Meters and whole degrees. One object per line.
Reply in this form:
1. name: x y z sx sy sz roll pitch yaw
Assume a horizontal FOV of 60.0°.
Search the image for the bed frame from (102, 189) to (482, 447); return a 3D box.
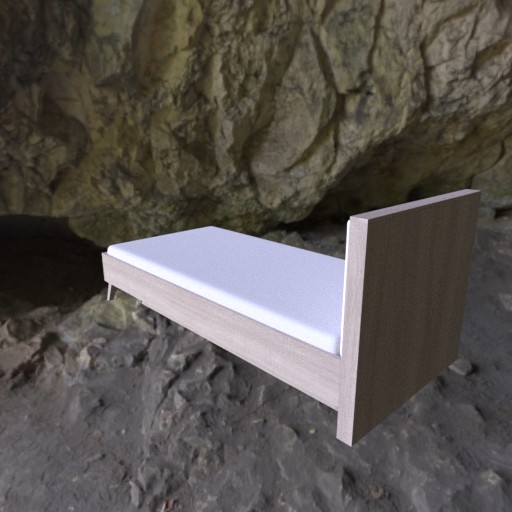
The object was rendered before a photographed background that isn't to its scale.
1. bed frame: 0.000 0.000 2.699 0.990 0.920 2.140 -15 22 -41
